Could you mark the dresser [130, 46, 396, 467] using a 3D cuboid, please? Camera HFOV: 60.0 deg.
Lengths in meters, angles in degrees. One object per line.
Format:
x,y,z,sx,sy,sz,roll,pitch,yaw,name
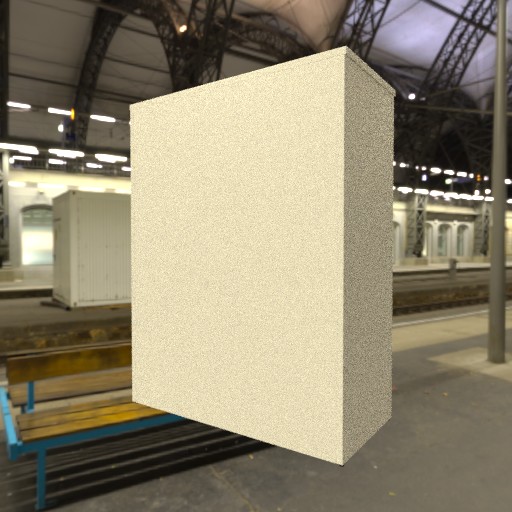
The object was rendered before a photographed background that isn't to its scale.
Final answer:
0.000,0.000,1.473,0.800,1.040,0.380,1,2,35,dresser
